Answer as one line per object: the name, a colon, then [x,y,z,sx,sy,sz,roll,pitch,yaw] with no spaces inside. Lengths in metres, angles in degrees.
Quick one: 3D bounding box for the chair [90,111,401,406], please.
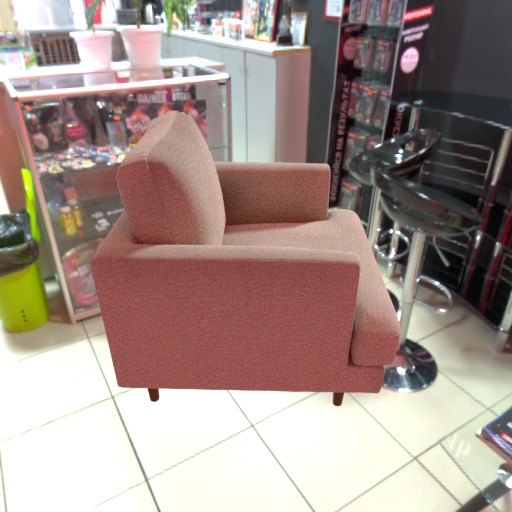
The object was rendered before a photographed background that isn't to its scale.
chair: [0.000,0.000,1.662,0.899,0.957,0.858,1,31,1]
